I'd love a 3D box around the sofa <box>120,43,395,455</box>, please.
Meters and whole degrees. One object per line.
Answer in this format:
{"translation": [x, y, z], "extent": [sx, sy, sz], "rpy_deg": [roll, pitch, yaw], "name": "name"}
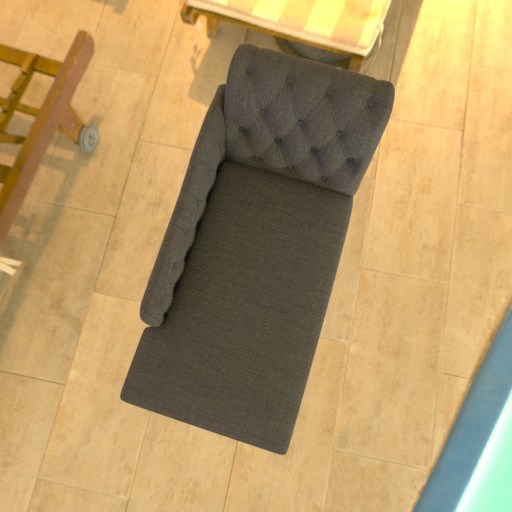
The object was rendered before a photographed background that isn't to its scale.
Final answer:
{"translation": [0.000, 0.000, 1.791], "extent": [0.675, 0.787, 1.379], "rpy_deg": [17, 77, 4], "name": "sofa"}
